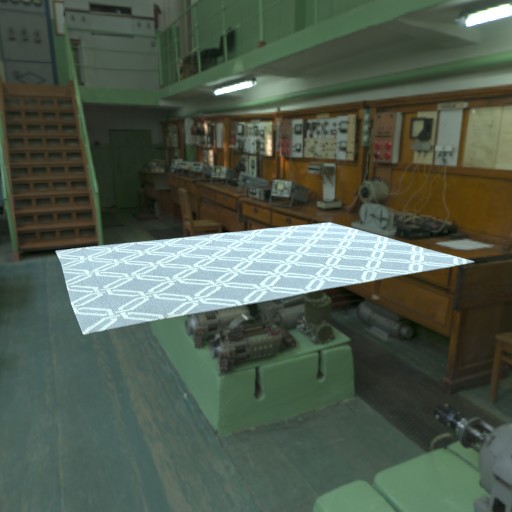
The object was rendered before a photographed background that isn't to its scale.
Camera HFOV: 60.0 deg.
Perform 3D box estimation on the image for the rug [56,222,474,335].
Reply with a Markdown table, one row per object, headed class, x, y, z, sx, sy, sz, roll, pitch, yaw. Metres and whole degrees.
| class | x | y | z | sx | sy | sz | roll | pitch | yaw |
| --- | --- | --- | --- | --- | --- | --- | --- | --- | --- |
| rug | 0.000 | 0.000 | 2.190 | 1.754 | 0.010 | 1.148 | -8 | 17 | -26 |
